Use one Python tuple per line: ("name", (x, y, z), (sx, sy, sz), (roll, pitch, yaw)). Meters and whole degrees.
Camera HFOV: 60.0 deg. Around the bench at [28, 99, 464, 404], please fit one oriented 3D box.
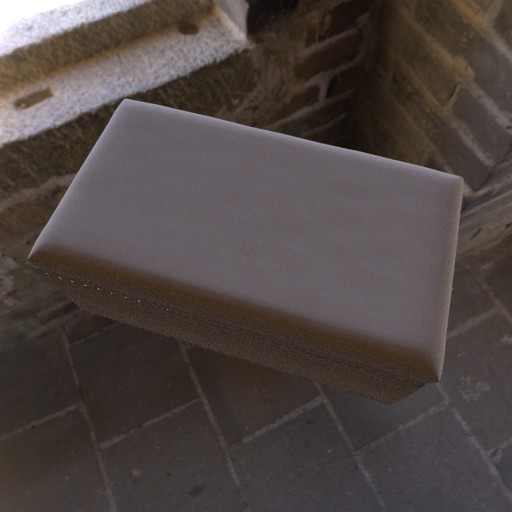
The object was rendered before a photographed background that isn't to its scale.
("bench", (0.000, 0.000, 1.175), (0.887, 0.449, 0.500), (15, 64, 8))
